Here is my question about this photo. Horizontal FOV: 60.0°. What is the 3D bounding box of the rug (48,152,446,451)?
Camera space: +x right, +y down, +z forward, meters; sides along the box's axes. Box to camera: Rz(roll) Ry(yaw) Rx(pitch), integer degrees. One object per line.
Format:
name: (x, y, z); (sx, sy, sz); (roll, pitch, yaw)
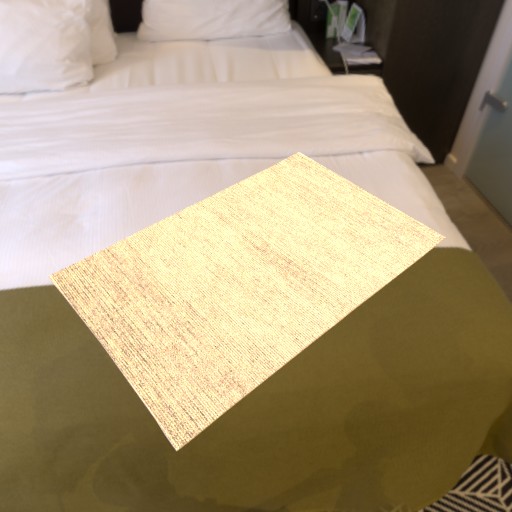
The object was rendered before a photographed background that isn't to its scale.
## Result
rug: (0.000, 0.000, 2.329); (1.773, 0.021, 1.149); (-31, 53, -27)
